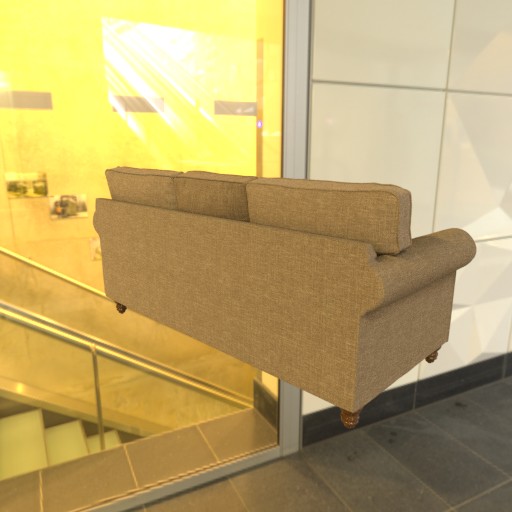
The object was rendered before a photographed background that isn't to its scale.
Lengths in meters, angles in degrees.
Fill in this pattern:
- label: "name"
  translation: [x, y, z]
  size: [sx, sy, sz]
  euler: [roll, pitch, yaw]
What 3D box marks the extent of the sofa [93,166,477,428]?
- label: "sofa"
  translation: [0.000, 0.000, 2.512]
  size: [2.084, 0.961, 0.916]
  euler: [13, 19, 42]
